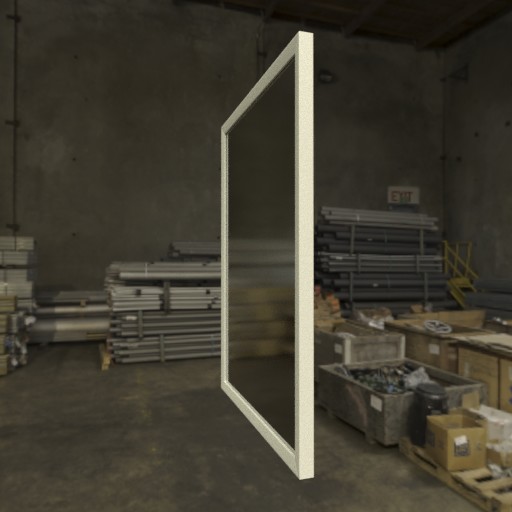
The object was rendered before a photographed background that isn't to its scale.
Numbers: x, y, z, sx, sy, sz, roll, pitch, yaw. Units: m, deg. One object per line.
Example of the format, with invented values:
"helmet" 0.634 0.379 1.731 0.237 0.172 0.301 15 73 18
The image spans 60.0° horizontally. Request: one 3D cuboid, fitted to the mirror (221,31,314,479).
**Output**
"mirror" 0.000 0.000 1.372 0.040 1.016 0.762 0 -1 -18
